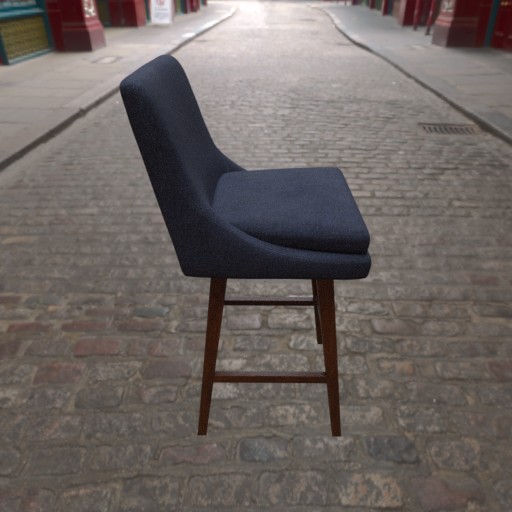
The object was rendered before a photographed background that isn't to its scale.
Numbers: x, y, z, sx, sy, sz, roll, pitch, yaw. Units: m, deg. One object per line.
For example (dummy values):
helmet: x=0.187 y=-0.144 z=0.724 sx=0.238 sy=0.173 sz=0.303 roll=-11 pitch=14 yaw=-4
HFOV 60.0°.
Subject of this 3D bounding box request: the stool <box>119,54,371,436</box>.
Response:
stool: x=0.000 y=0.000 z=1.329 sx=0.572 sy=1.068 sz=0.489 roll=0 pitch=31 yaw=0
